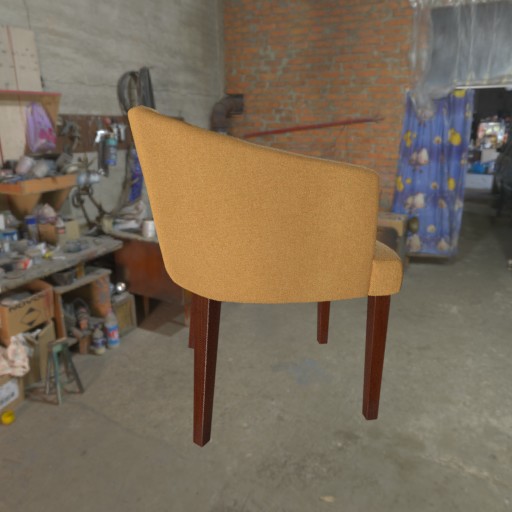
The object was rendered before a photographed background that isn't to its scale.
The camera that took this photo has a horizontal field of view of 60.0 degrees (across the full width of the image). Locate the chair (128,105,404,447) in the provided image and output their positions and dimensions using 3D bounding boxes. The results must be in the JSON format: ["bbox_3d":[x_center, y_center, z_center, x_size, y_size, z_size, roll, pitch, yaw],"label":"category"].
[{"bbox_3d":[0.000,0.000,1.275,0.655,0.811,0.583,-2,16,-9],"label":"chair"}]
